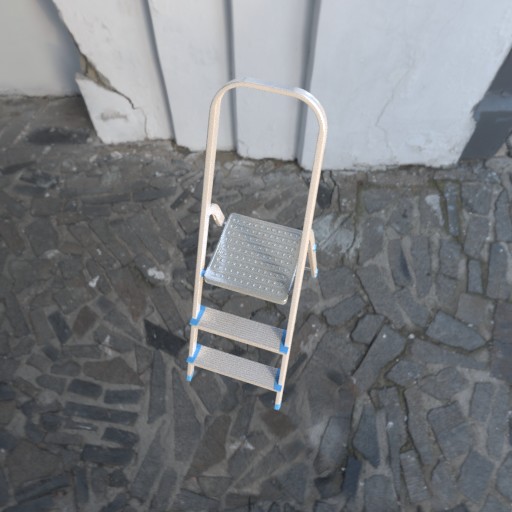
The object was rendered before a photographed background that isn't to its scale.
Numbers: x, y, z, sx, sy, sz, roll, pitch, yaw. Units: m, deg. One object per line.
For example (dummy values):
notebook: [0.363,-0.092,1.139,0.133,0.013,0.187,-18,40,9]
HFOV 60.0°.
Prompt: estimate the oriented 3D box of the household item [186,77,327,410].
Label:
household item: [0.000,0.000,1.517,0.420,1.215,0.687,15,61,9]
